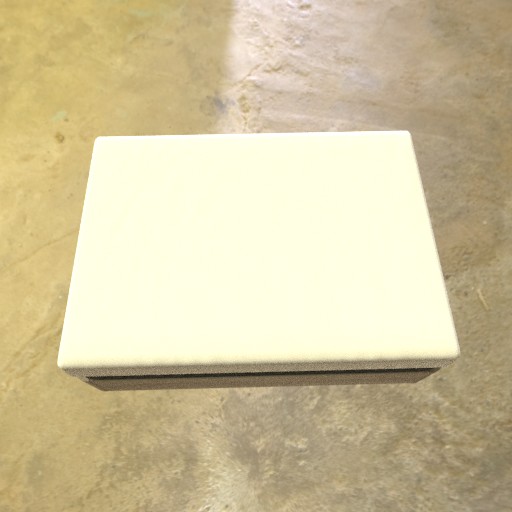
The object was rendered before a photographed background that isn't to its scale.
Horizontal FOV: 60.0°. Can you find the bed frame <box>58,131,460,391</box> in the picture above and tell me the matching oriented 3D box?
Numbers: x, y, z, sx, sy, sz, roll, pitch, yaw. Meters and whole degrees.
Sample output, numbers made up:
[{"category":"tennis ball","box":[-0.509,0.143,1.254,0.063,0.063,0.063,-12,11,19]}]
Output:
[{"category":"bed frame","box":[0.000,0.000,2.586,1.900,0.561,1.400,-1,64,-1]}]
